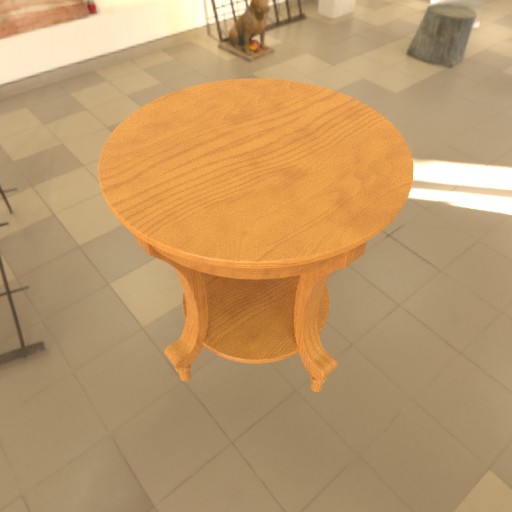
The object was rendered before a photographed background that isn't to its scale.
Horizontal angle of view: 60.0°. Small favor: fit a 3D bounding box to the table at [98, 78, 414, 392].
[{"bbox_3d":[0.000,0.000,1.082,0.597,0.612,0.597,0,47,0],"label":"table"}]
